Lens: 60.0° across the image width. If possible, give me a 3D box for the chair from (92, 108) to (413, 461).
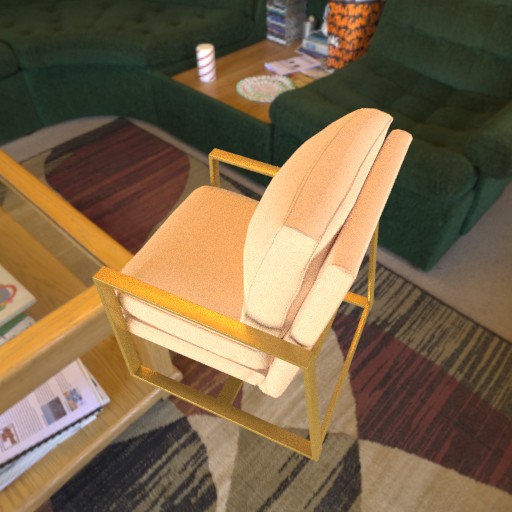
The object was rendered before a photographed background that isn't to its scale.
[{"bbox_3d":[0.000,0.000,1.520,0.813,0.956,0.758,19,49,17],"label":"chair"}]
